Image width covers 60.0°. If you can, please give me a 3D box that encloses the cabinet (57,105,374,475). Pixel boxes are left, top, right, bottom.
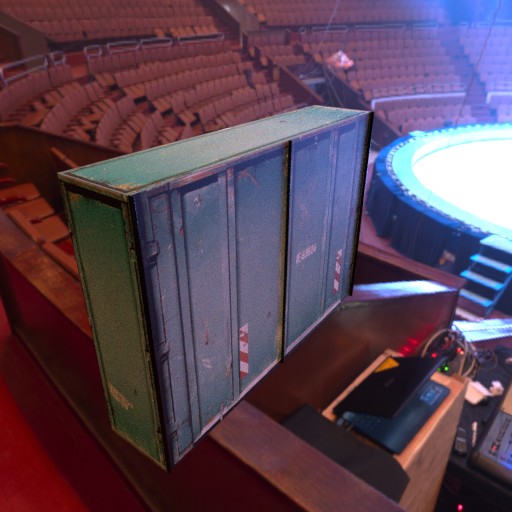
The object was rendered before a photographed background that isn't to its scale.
[{"bbox_3d":[0.000,0.000,3.993,0.680,2.160,3.001,19,33,32],"label":"cabinet"}]
